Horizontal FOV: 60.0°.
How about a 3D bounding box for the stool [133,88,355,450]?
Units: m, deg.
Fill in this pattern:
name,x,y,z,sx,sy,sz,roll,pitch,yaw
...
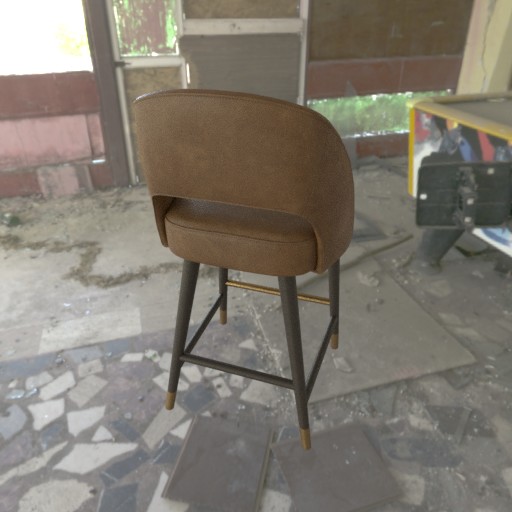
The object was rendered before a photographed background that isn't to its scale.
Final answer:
name,x,y,z,sx,sy,sz,roll,pitch,yaw
stool,0.000,0.000,1.212,0.494,0.940,0.509,10,31,16
